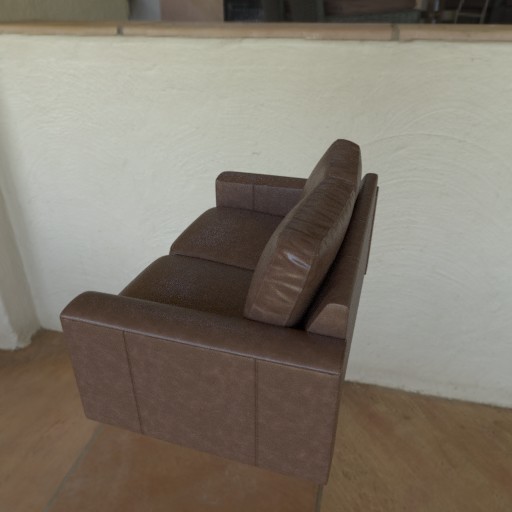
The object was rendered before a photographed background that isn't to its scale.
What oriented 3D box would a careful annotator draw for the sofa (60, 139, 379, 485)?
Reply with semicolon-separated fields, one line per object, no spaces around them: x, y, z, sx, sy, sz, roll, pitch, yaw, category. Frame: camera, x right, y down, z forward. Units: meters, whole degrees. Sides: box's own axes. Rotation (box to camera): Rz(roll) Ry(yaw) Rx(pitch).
0.000;0.000;2.128;1.016;0.873;1.616;9;30;15;sofa
